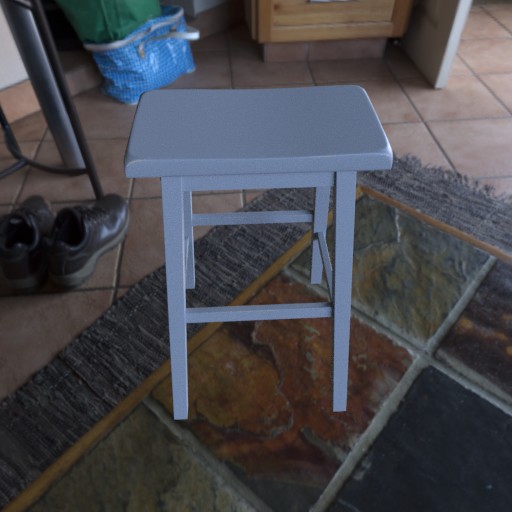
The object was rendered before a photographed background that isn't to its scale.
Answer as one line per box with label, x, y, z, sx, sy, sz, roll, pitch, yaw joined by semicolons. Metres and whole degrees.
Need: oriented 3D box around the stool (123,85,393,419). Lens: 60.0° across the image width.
stool;0.000;0.000;1.071;0.457;0.737;0.476;-2;47;-2
